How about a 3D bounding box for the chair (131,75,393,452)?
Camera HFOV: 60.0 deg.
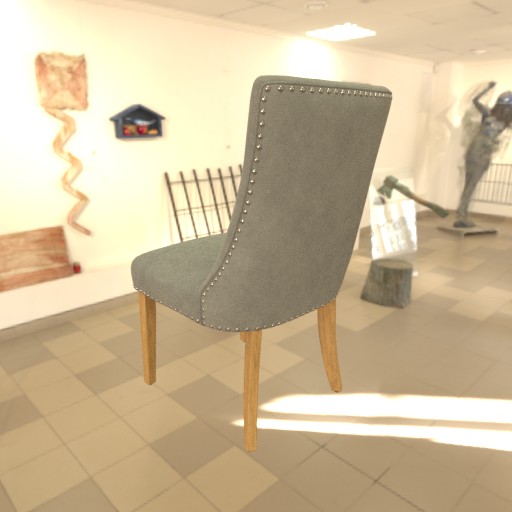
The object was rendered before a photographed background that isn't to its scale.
[{"bbox_3d":[0.000,0.000,1.269,0.495,0.902,0.610,-16,23,-42],"label":"chair"}]
